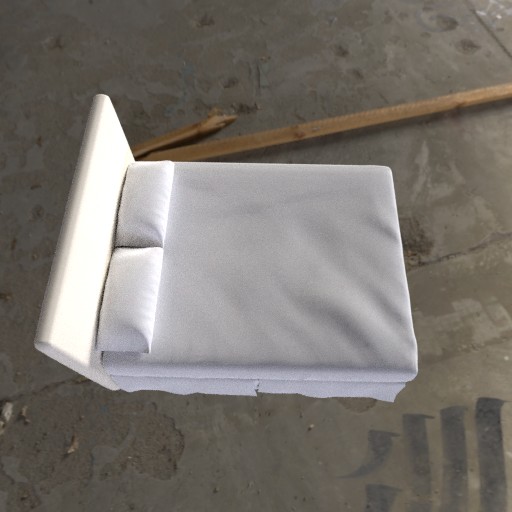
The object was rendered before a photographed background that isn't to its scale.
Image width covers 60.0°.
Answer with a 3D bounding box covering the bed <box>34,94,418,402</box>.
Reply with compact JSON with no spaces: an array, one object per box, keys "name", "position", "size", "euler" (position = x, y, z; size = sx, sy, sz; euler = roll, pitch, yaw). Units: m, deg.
[{"name":"bed","position":[0.000,0.000,3.047],"size":[2.142,1.330,1.713],"euler":[1,64,1]}]
